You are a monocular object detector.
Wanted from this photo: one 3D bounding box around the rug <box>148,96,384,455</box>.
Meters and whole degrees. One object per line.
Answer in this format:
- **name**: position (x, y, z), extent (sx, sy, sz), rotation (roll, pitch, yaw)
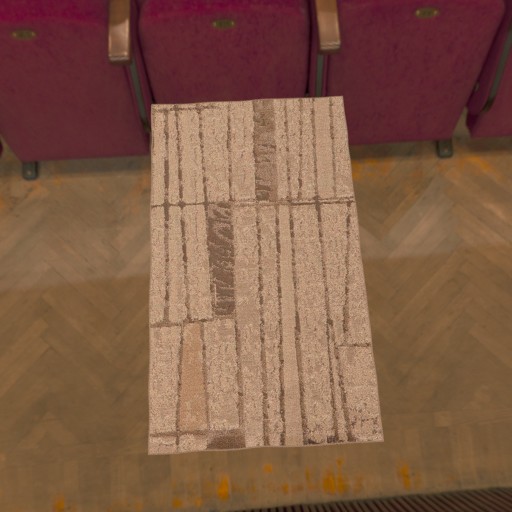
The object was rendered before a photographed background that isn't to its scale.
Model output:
- **rug**: position (0.000, 0.000, 1.073), extent (0.515, 0.007, 0.867), rotation (-3, 75, -1)
